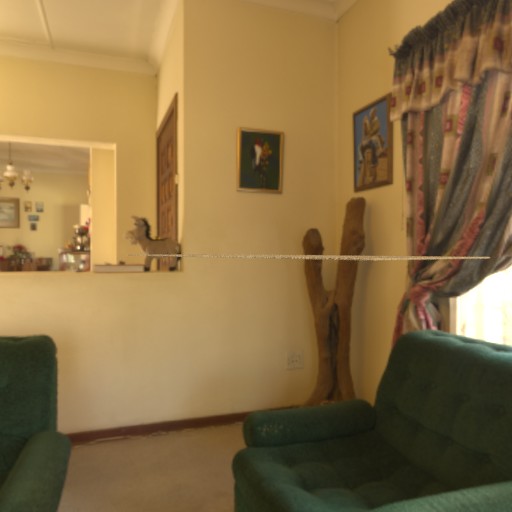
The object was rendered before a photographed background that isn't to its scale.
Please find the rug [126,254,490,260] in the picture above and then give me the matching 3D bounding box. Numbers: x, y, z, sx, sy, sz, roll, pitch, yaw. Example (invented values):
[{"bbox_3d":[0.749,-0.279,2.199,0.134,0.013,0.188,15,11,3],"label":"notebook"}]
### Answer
[{"bbox_3d":[0.000,0.000,2.706,0.783,0.006,2.438,0,1,-35],"label":"rug"}]
